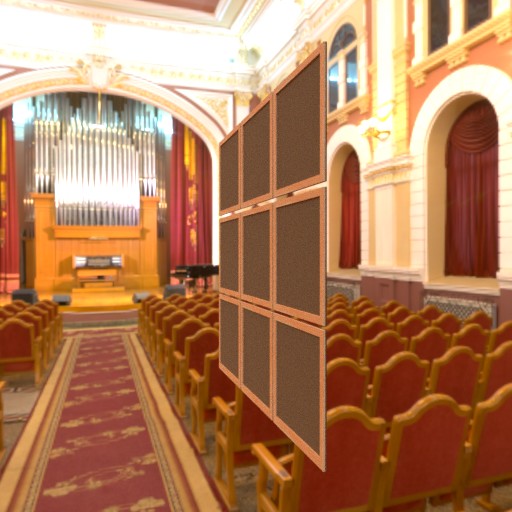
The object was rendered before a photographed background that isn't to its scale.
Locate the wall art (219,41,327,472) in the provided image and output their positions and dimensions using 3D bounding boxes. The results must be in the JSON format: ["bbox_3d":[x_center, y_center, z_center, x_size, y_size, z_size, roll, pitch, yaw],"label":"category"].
[{"bbox_3d":[0.000,0.000,2.288,0.013,1.525,1.520,0,0,-19],"label":"wall art"}]
